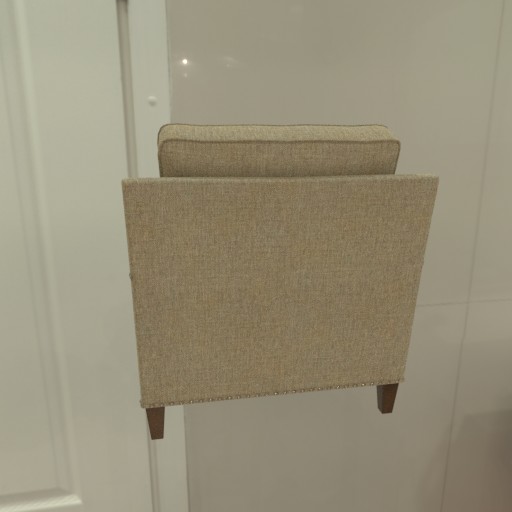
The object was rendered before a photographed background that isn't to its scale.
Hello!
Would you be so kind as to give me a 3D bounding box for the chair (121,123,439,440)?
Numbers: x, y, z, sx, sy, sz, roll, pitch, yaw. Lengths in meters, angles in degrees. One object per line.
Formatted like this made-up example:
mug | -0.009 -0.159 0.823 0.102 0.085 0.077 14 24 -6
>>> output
chair | 0.000 0.000 1.695 0.853 0.943 1.014 -3 14 -10
